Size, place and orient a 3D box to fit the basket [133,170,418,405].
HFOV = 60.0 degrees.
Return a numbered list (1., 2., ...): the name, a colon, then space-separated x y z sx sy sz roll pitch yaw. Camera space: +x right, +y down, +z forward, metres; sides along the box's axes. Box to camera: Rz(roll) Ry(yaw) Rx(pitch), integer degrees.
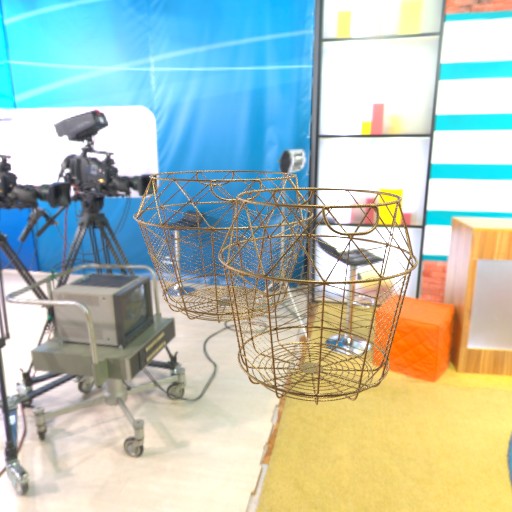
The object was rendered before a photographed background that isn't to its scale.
1. basket: 0.000 0.000 0.998 0.451 0.343 0.805 -7 16 -26
